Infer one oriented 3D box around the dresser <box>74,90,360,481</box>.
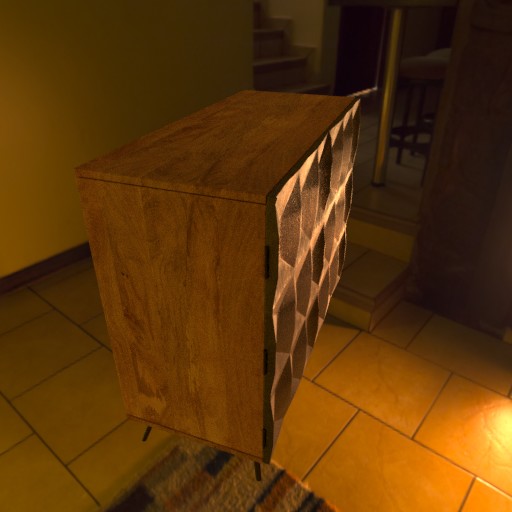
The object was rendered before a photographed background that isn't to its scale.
[{"bbox_3d":[0.000,0.000,1.442,0.446,0.847,0.967,11,32,17],"label":"dresser"}]
